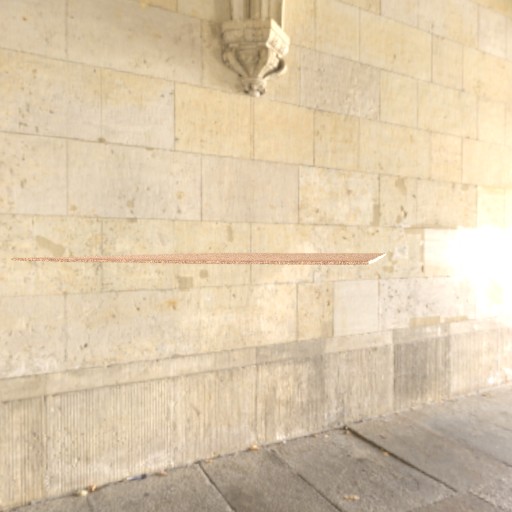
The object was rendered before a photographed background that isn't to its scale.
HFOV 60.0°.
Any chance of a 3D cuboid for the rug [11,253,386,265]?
[{"bbox_3d":[0.000,0.000,2.251,1.225,0.013,1.840,0,1,18],"label":"rug"}]
